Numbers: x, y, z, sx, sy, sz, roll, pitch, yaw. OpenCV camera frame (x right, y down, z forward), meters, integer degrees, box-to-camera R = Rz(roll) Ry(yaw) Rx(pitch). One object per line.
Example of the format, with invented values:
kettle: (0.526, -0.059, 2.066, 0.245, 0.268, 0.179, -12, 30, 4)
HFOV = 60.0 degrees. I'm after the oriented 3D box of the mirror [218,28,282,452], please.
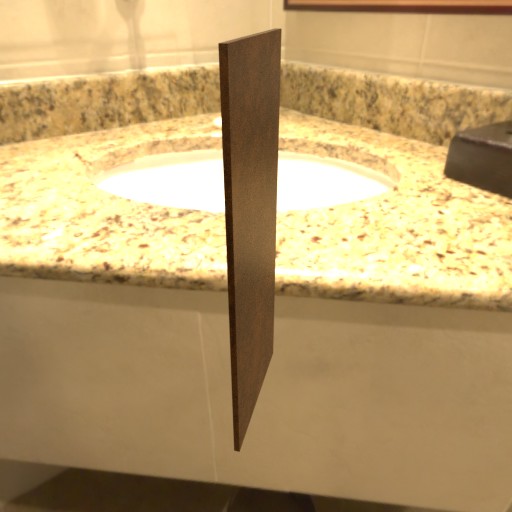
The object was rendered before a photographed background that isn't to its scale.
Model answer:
mirror: (0.000, 0.000, 2.267, 0.032, 2.031, 0.812, 8, 31, 13)
